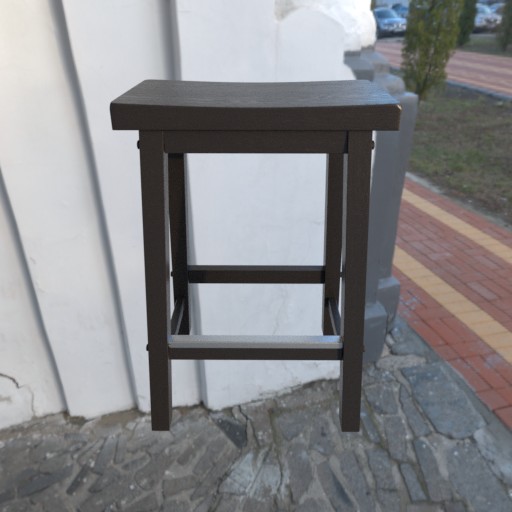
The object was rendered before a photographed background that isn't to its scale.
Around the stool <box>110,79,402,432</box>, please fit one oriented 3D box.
[{"bbox_3d":[0.000,0.000,0.856,0.406,0.610,0.322,0,29,0],"label":"stool"}]
